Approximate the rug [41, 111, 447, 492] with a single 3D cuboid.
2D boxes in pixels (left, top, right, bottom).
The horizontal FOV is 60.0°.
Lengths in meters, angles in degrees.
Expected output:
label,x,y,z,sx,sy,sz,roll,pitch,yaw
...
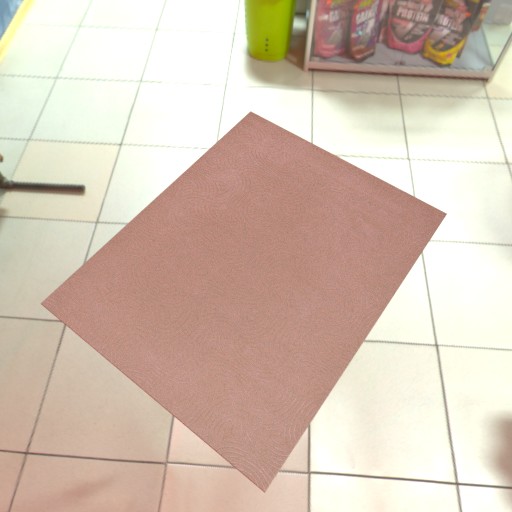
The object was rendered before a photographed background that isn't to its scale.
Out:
label,x,y,z,sx,sy,sz,roll,pitch,yaw
rug,0.000,0.000,3.508,2.073,0.011,2.584,33,65,18
